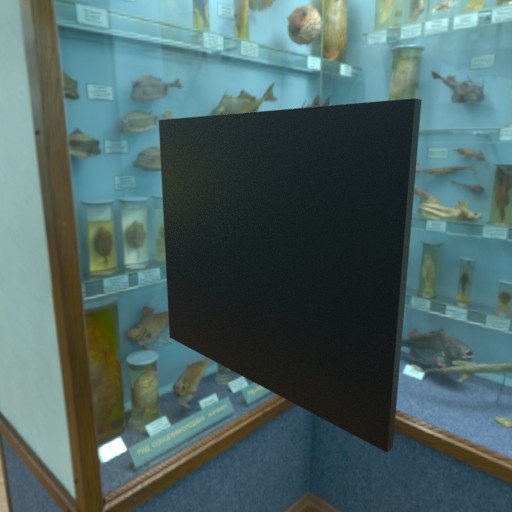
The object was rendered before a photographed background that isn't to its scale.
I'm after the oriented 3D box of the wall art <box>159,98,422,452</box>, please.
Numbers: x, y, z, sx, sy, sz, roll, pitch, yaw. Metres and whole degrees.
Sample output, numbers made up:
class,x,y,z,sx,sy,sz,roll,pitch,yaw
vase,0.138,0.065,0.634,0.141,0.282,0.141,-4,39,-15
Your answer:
class,x,y,z,sx,sy,sz,roll,pitch,yaw
wall art,0.000,0.000,0.535,0.012,0.332,0.383,-13,19,-43
